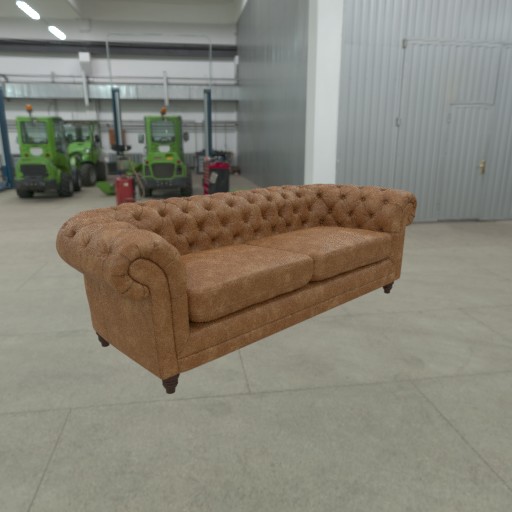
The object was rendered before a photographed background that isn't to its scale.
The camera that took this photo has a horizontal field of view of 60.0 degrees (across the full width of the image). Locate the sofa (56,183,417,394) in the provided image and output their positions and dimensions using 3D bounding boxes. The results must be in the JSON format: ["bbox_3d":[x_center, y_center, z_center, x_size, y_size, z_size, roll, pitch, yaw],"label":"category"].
[{"bbox_3d":[0.000,0.000,2.814,2.365,0.760,0.989,-14,21,-42],"label":"sofa"}]
